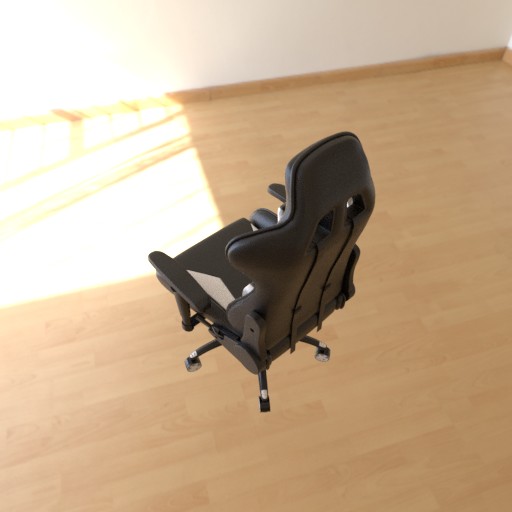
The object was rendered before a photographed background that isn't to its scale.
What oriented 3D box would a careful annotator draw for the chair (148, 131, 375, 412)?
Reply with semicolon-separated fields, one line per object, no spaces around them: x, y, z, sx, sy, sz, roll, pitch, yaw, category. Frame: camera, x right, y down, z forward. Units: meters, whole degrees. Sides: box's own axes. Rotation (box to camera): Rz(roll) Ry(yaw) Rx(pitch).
0.000;0.000;1.731;0.730;1.285;0.695;-33;55;-27;chair
